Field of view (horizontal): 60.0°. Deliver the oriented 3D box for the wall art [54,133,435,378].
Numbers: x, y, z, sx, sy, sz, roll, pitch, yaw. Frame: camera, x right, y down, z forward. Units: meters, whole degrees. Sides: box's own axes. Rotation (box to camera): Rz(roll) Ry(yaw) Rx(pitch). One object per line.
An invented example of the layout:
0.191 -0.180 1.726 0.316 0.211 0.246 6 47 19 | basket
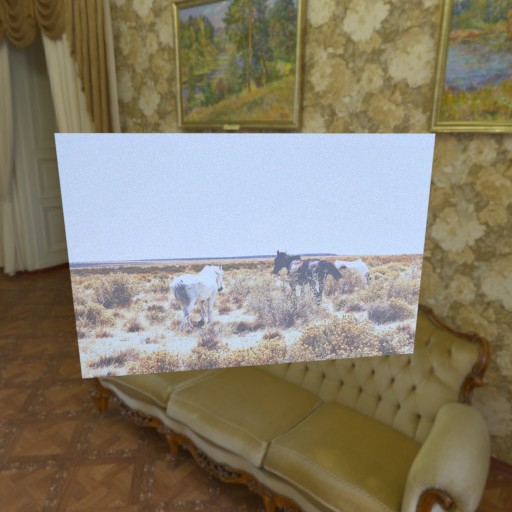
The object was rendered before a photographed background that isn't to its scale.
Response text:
0.000 0.000 1.908 1.520 1.016 0.051 -2 15 -8 | wall art
